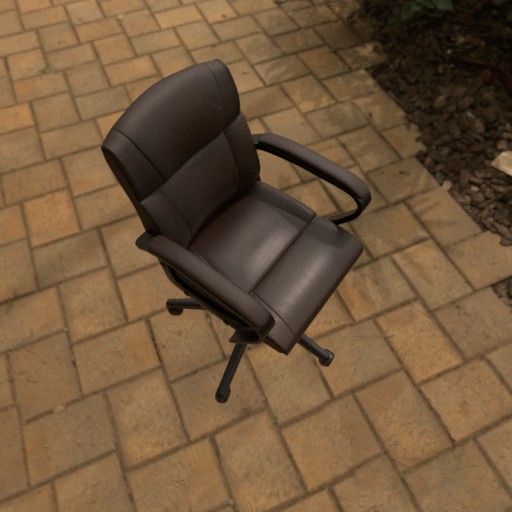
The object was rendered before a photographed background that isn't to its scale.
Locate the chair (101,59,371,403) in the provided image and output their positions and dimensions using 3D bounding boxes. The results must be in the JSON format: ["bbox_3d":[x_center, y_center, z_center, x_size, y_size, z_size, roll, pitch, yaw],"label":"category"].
[{"bbox_3d":[0.000,0.000,1.460,0.717,1.004,0.739,33,63,19],"label":"chair"}]
